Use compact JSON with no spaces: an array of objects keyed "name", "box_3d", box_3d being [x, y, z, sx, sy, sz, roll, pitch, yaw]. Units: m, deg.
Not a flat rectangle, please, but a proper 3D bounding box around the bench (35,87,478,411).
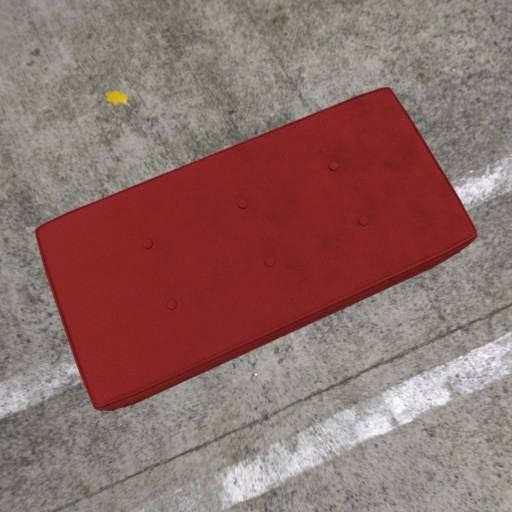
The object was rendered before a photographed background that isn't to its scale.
[{"name":"bench","box_3d":[0.000,0.000,1.300,1.016,0.471,0.492,-23,76,-6]}]
